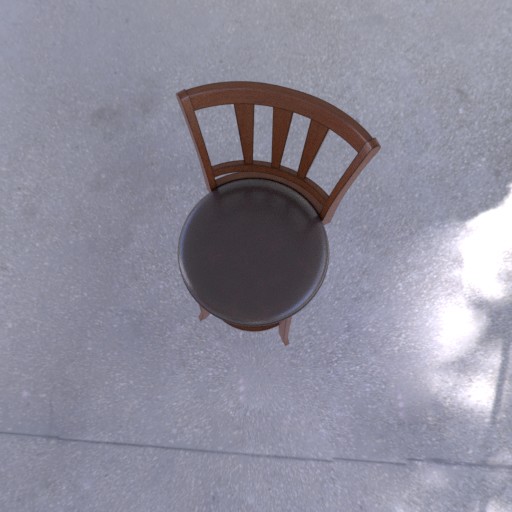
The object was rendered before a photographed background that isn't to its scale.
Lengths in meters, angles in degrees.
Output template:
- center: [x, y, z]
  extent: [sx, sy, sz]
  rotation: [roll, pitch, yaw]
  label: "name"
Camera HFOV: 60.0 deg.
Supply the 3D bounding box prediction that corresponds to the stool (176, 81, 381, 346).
- center: [0.000, 0.000, 1.482]
  extent: [0.464, 1.177, 0.503]
  rotation: [16, 76, 4]
  label: "stool"
